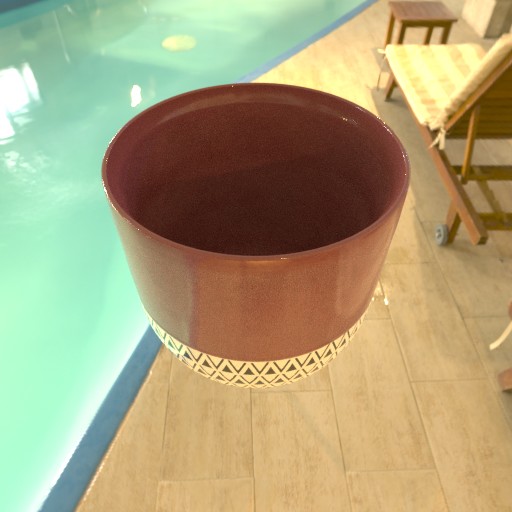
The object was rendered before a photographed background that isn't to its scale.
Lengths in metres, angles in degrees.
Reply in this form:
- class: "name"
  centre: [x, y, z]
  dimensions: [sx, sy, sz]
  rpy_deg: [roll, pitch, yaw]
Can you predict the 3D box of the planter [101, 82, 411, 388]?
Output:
- class: "planter"
  centre: [0.000, 0.000, 0.487]
  dimensions: [0.266, 0.270, 0.266]
  rpy_deg: [0, 46, 0]
